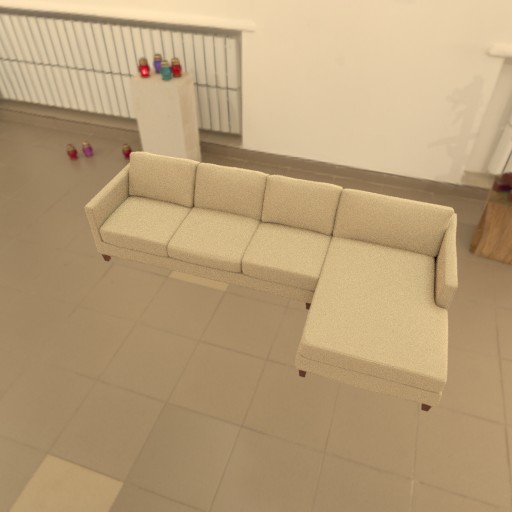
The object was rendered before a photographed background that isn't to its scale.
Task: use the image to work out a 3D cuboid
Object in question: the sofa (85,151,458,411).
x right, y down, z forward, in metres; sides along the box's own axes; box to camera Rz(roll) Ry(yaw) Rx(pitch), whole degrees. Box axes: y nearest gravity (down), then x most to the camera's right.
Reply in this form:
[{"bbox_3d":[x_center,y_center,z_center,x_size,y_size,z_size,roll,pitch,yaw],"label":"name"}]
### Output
[{"bbox_3d":[0.000,0.000,3.832,3.186,0.861,1.625,12,44,13],"label":"sofa"}]
